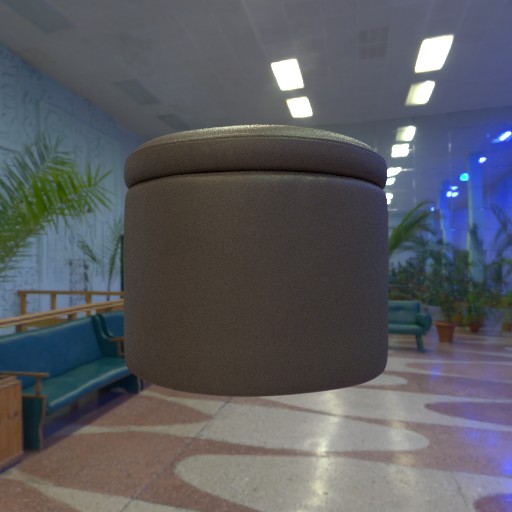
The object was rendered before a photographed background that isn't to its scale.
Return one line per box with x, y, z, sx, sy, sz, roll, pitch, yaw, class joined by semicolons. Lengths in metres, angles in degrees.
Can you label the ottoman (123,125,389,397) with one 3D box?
0.000;0.000;0.872;0.500;0.409;0.500;0;-1;0;ottoman
